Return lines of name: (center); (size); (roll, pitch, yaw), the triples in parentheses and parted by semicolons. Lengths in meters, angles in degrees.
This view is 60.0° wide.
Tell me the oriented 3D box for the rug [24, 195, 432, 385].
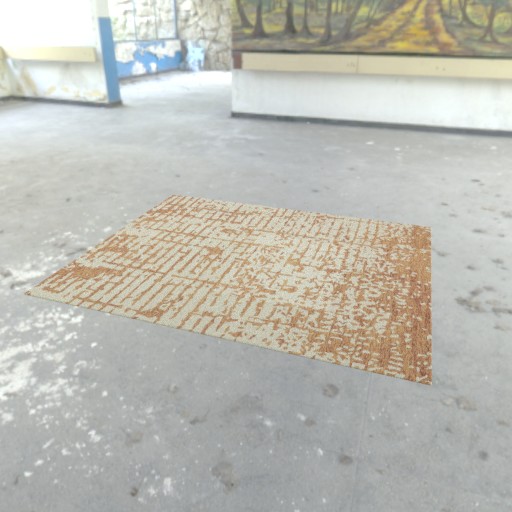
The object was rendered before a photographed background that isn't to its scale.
rug: (0.000, 0.000, 4.086); (3.050, 0.011, 2.441); (9, 29, 17)
